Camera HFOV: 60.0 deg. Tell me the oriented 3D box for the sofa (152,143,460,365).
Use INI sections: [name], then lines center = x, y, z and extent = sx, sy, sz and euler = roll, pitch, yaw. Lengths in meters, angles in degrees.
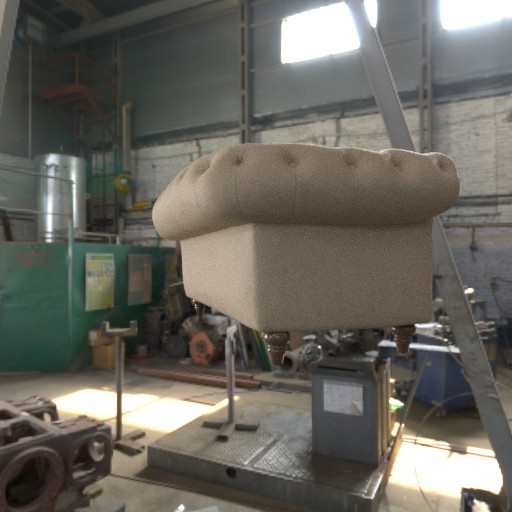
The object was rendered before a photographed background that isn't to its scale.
[sofa]
center = 0.000, 0.000, 2.469
extent = 1.069, 0.835, 1.988
euler = 0, 0, -18
